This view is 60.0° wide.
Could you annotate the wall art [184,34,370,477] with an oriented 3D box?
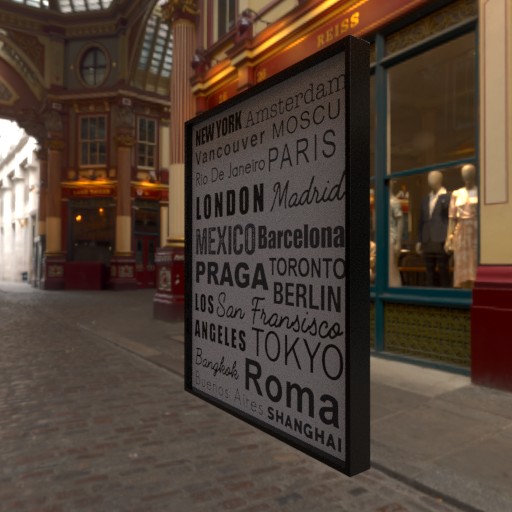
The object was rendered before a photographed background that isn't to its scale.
[{"bbox_3d":[0.000,0.000,0.742,0.038,0.551,0.448,0,0,-36],"label":"wall art"}]
